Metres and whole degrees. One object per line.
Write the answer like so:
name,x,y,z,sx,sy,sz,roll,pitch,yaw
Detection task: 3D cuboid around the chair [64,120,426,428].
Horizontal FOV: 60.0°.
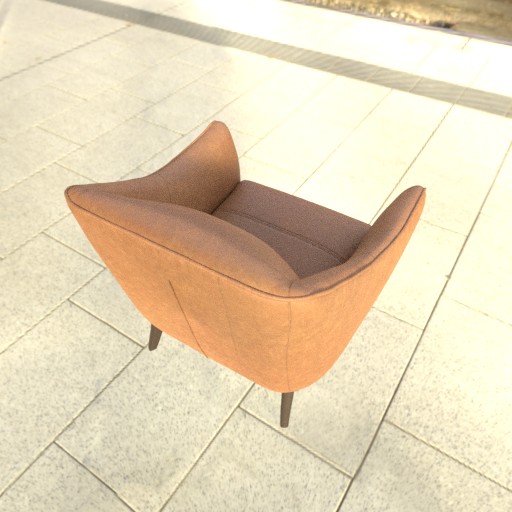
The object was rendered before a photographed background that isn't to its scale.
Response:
chair,0.000,0.000,1.518,0.871,0.830,0.852,24,51,21
